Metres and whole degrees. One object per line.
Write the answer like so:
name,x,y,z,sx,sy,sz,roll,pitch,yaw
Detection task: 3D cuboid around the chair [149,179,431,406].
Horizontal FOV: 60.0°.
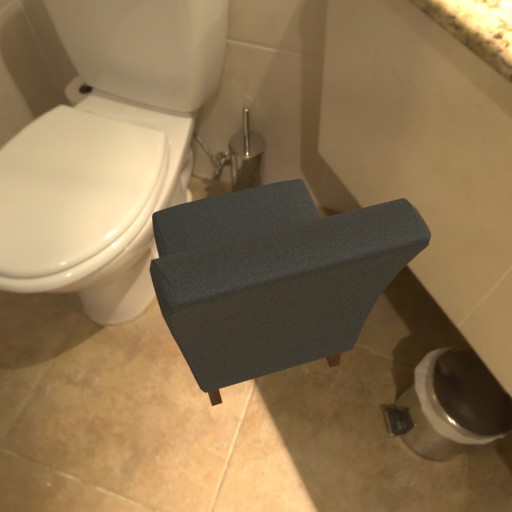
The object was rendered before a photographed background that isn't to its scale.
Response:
chair,0.000,0.000,1.173,0.513,0.804,0.592,-15,59,-9
